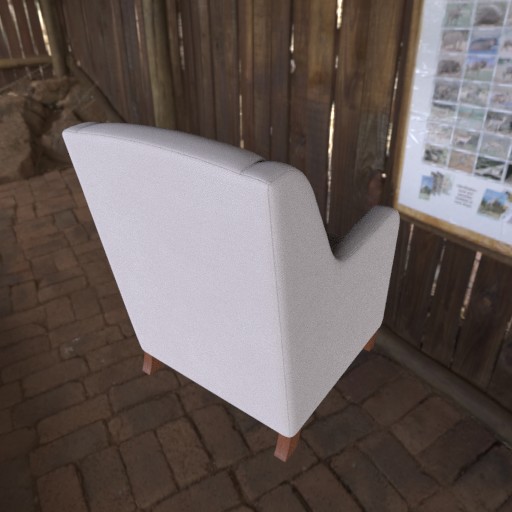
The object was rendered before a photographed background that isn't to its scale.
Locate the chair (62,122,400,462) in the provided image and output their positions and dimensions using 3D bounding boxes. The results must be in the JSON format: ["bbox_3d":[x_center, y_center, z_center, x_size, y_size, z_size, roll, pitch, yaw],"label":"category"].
[{"bbox_3d":[0.000,0.000,1.557,0.715,1.010,0.863,20,35,32],"label":"chair"}]
